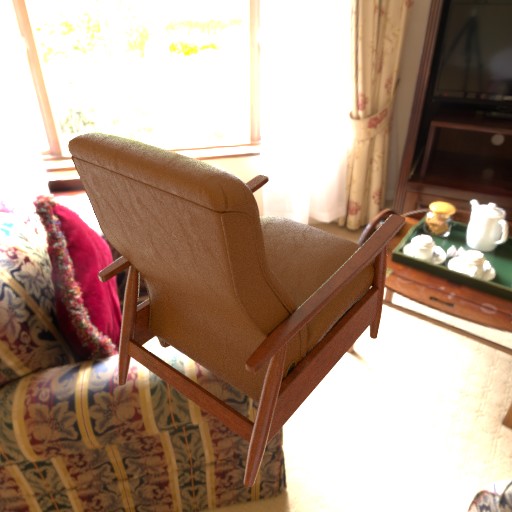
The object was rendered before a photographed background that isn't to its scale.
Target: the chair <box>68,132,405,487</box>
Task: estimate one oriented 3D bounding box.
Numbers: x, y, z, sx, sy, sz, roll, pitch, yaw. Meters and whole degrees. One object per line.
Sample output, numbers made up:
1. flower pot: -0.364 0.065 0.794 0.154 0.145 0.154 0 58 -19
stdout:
1. chair: 0.000 0.000 1.719 0.762 1.082 1.014 23 39 32
